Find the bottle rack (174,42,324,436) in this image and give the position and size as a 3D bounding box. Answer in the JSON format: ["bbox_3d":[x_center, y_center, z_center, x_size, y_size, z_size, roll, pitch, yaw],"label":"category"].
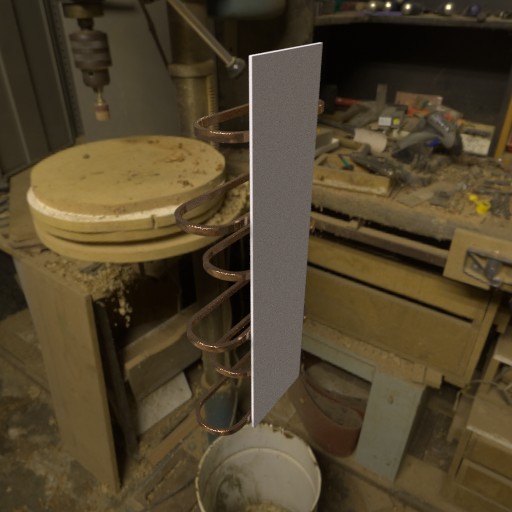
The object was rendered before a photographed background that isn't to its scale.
[{"bbox_3d":[0.000,0.000,0.823,0.118,0.709,0.332,21,37,30],"label":"bottle rack"}]
